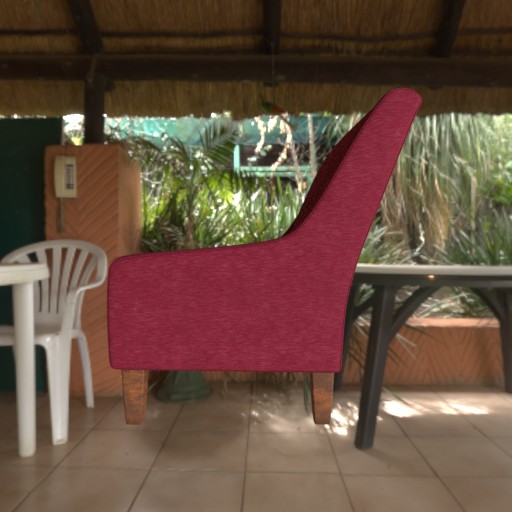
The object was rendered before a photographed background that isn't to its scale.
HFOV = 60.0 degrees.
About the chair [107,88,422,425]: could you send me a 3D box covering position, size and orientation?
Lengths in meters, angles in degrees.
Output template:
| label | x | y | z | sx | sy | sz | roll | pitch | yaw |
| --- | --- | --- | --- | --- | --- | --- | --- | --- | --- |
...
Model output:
| label | x | y | z | sx | sy | sz | roll | pitch | yaw |
| --- | --- | --- | --- | --- | --- | --- | --- | --- | --- |
| chair | 0.000 | 0.000 | 1.691 | 0.985 | 1.017 | 0.793 | 0 | 1 | 0 |
